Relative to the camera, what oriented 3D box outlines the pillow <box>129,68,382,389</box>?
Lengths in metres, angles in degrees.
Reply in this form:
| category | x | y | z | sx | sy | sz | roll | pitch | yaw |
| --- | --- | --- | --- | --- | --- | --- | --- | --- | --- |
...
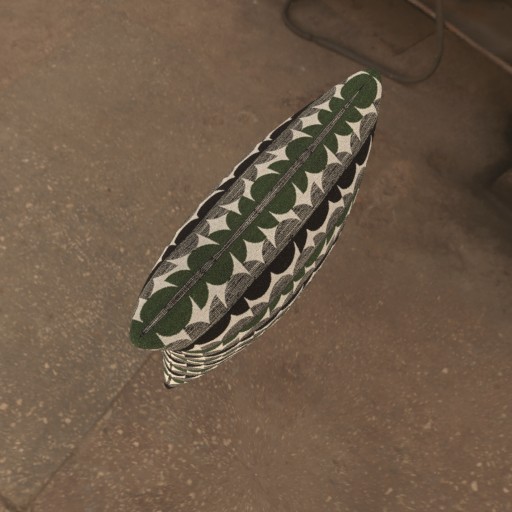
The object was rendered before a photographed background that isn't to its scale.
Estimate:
| category | x | y | z | sx | sy | sz | roll | pitch | yaw |
| --- | --- | --- | --- | --- | --- | --- | --- | --- | --- |
| pillow | 0.000 | 0.000 | 0.632 | 0.180 | 0.404 | 0.419 | 34 | 68 | 15 |
